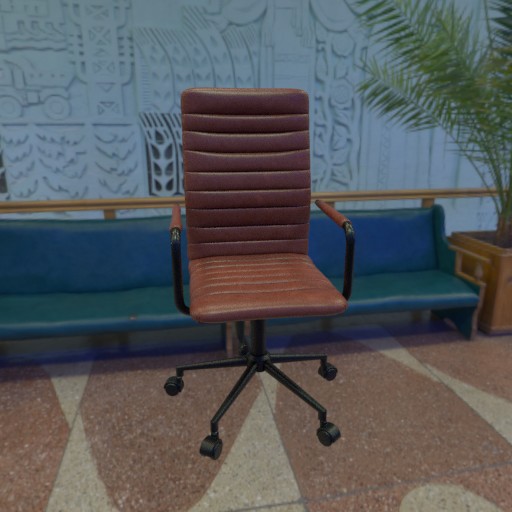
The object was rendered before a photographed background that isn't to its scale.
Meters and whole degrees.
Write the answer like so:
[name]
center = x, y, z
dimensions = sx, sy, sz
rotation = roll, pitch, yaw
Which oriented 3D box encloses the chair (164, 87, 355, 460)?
[chair]
center = 0.000, 0.000, 1.341
dimensions = 0.608, 0.979, 0.580
rotation = -3, 17, -8
